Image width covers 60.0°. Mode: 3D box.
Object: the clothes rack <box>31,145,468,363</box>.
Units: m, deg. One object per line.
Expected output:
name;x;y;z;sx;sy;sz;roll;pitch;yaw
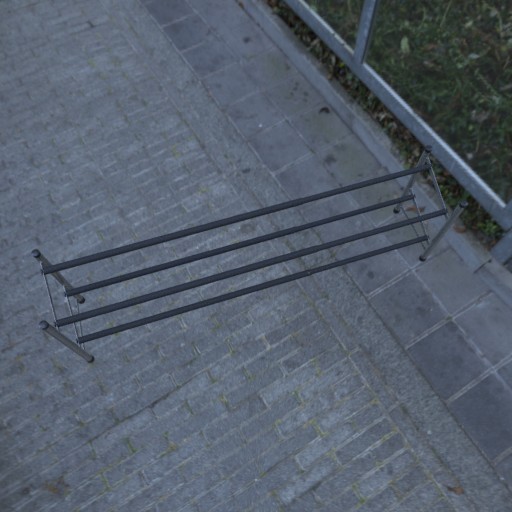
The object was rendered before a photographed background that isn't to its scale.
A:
clothes rack;0.000;0.000;1.346;1.168;0.349;0.229;-16;64;-8
